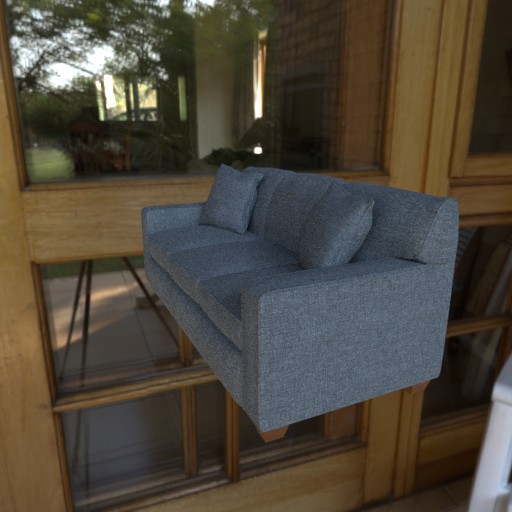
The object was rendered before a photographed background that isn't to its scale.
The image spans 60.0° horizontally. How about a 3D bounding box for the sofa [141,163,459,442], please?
[{"bbox_3d":[0.000,0.000,2.627,0.997,0.958,2.024,-7,18,-25],"label":"sofa"}]
